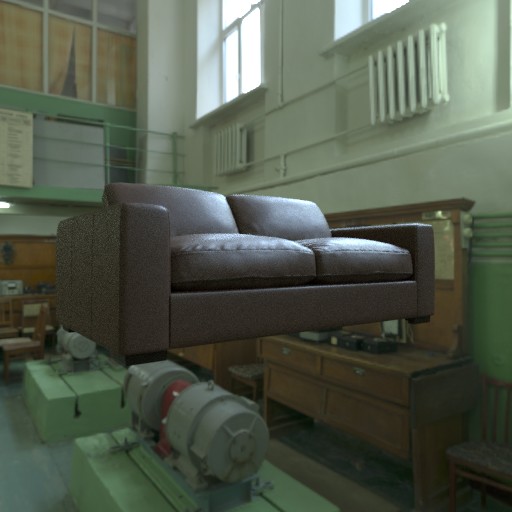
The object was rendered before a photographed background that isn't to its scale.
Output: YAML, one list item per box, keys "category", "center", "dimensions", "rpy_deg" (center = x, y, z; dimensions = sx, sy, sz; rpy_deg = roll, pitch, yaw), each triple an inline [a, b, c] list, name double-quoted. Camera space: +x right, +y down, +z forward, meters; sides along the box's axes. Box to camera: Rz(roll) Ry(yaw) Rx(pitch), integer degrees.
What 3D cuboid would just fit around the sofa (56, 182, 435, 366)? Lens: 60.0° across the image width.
- category: "sofa"
  center: [0.000, 0.000, 2.522]
  dimensions: [1.920, 0.800, 1.070]
  rpy_deg: [0, 0, -36]
